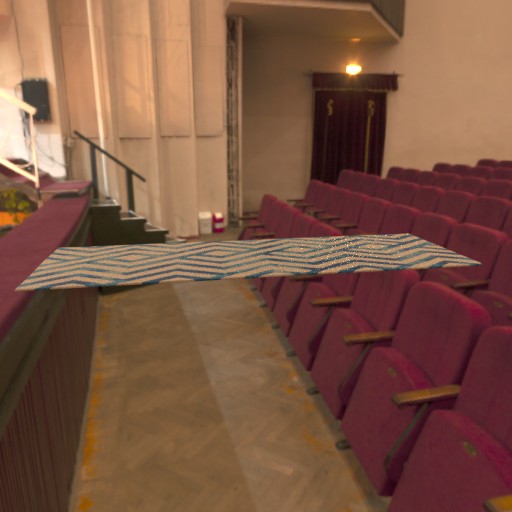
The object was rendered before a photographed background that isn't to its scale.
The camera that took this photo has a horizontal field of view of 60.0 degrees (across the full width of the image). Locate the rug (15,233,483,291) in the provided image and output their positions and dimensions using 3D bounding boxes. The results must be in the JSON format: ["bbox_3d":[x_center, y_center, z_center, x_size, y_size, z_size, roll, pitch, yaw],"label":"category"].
[{"bbox_3d":[0.000,0.000,1.630,1.492,0.007,0.503,-3,15,-10],"label":"rug"}]
